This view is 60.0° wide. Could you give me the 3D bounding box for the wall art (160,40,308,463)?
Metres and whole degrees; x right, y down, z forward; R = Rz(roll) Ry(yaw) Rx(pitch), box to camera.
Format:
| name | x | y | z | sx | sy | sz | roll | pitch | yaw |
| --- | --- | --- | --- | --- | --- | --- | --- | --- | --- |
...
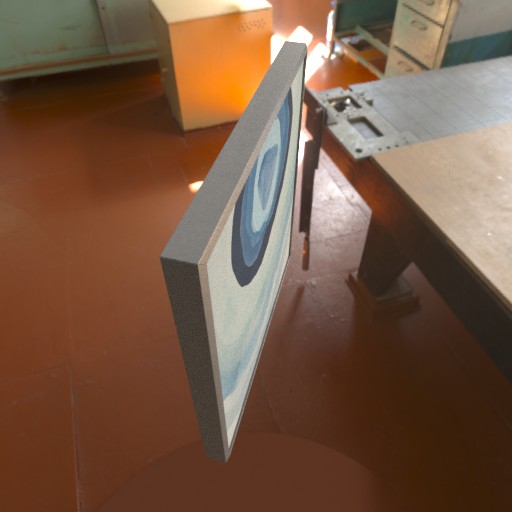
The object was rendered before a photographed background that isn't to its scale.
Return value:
| name | x | y | z | sx | sy | sz | roll | pitch | yaw |
| --- | --- | --- | --- | --- | --- | --- | --- | --- | --- |
| wall art | 0.000 | 0.000 | 0.512 | 0.028 | 0.349 | 0.349 | 11 | 48 | 10 |
